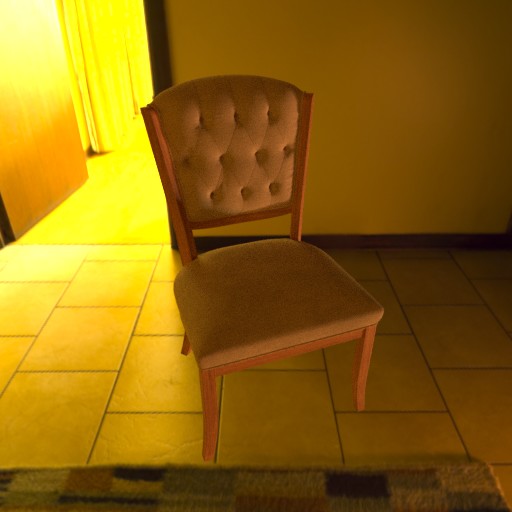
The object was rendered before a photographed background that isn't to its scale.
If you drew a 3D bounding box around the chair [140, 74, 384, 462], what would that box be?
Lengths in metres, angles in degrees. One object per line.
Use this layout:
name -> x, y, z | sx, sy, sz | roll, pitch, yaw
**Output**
chair -> 0.000, 0.000, 1.287 | 0.513, 0.905, 0.584 | -11, 33, -17
